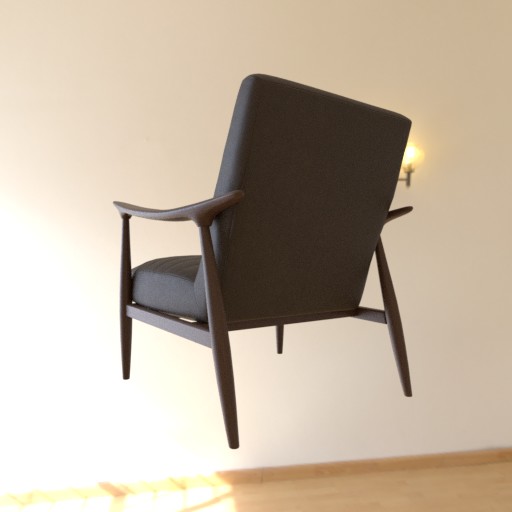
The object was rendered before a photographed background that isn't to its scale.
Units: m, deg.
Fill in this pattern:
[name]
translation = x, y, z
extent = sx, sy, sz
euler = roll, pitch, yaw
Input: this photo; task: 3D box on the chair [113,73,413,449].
[chair]
translation = 0.000, 0.000, 1.435
extent = 0.741, 0.831, 0.798
euler = 0, 1, -35
